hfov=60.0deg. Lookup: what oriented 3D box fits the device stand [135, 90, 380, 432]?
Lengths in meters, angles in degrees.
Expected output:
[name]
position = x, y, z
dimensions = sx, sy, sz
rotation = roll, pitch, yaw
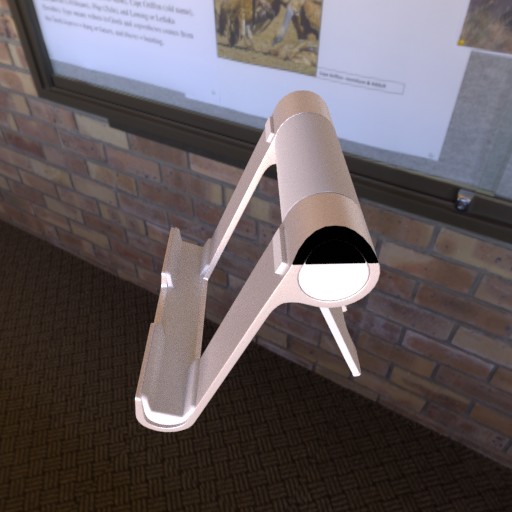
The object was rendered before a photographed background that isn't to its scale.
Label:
[device stand]
position = 0.000, 0.000, 0.155
dimensions = 0.079, 0.084, 0.086
rotation = -1, 41, -1
